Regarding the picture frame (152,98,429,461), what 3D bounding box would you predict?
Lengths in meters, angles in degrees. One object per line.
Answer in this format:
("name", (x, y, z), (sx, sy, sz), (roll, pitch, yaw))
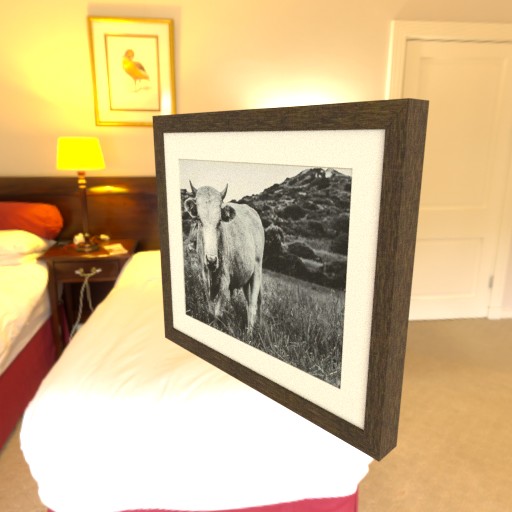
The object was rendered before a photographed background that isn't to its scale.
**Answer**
("picture frame", (0.000, 0.000, 0.527), (0.033, 0.330, 0.378), (-14, 20, -42))
